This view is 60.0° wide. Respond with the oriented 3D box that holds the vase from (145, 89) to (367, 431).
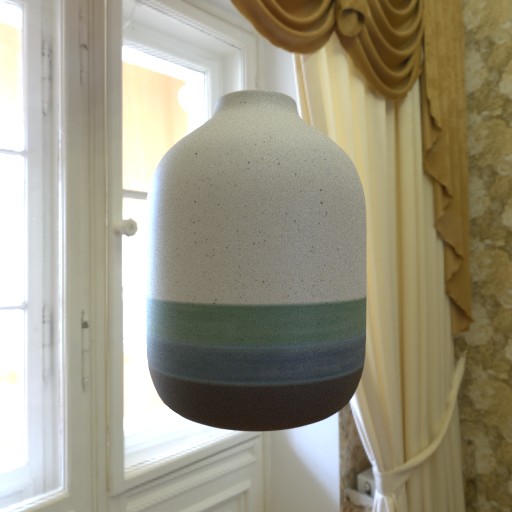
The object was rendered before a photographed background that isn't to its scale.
[{"bbox_3d":[0.000,0.000,0.350,0.169,0.240,0.169,0,0,0],"label":"vase"}]
